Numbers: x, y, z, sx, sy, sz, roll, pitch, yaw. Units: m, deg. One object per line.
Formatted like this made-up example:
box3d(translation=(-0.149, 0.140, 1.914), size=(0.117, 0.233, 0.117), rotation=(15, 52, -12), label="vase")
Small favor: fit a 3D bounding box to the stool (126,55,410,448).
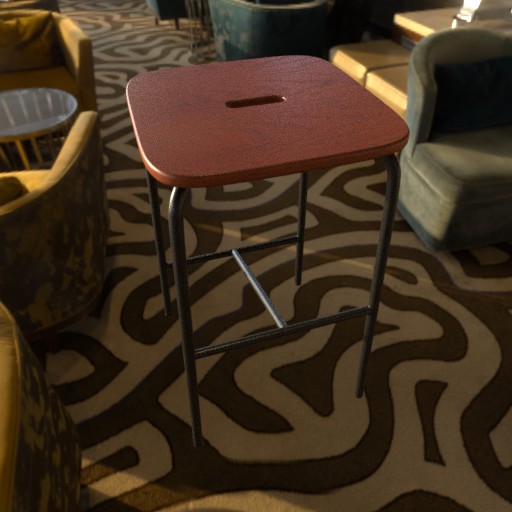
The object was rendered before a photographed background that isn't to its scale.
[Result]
box3d(translation=(0.000, 0.000, 0.853), size=(0.376, 0.610, 0.376), rotation=(-12, 43, -13), label="stool")
